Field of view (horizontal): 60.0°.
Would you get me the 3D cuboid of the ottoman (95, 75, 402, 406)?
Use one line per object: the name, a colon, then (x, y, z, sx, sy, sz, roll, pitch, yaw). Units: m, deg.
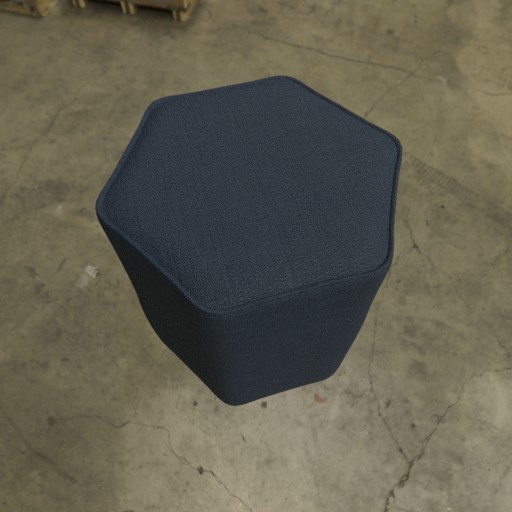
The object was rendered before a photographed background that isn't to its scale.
ottoman: (0.000, 0.000, 0.883, 0.454, 0.505, 0.492, 15, 59, 9)
